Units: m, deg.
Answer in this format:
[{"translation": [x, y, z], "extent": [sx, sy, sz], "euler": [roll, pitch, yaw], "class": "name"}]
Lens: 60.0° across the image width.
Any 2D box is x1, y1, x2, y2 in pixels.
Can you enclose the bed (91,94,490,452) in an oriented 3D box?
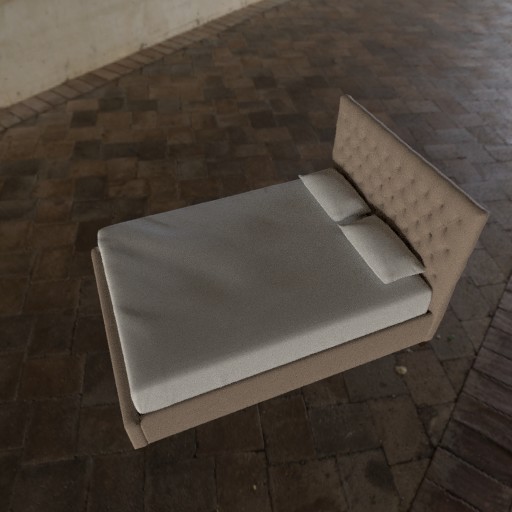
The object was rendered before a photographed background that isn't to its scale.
[{"translation": [0.000, 0.000, 3.355], "extent": [2.387, 1.427, 1.698], "euler": [-16, 47, -15], "class": "bed"}]
